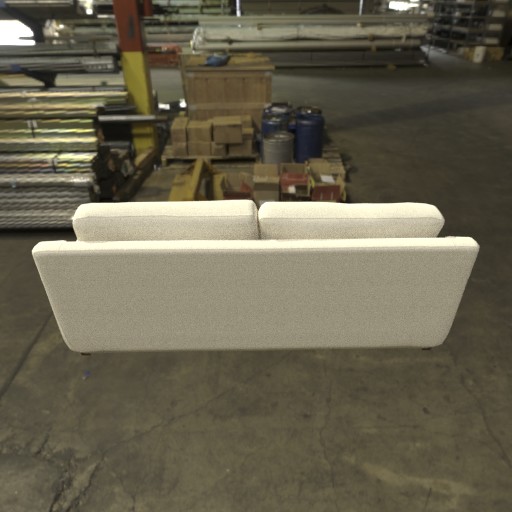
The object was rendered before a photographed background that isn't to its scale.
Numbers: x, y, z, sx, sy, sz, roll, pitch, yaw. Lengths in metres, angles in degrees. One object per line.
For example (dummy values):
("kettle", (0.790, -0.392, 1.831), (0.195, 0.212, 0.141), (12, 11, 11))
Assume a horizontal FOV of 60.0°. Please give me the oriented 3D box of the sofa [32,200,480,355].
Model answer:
("sofa", (0.000, 0.000, 3.012), (2.470, 1.022, 1.009), (-1, 31, -1))
